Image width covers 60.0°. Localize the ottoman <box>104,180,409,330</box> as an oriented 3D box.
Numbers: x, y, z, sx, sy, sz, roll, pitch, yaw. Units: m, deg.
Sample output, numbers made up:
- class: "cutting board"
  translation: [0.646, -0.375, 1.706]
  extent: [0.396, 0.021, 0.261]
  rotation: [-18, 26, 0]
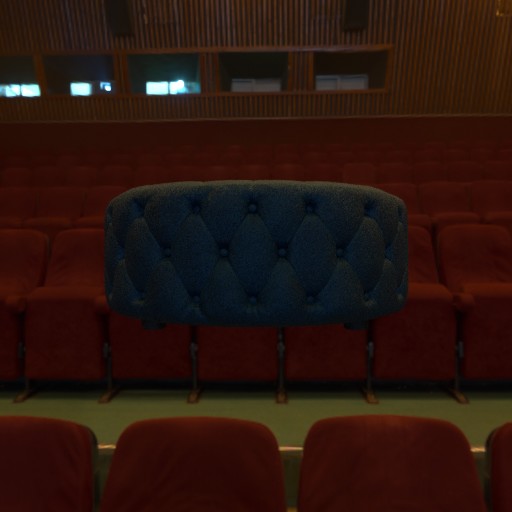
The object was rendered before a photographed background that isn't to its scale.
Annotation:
- class: "ottoman"
  translation: [0.000, 0.000, 1.513]
  extent: [0.998, 0.398, 0.998]
  rotation: [0, 0, 0]
